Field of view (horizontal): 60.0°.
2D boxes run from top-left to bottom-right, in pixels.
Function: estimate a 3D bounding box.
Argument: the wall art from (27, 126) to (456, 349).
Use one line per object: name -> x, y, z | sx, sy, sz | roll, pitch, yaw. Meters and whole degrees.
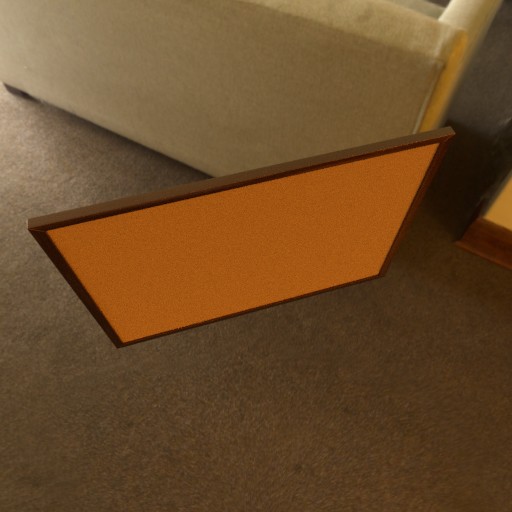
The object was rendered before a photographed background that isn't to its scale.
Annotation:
wall art -> 0.000, 0.000, 0.561 | 0.431, 0.304, 0.012 | -14, 59, -9
